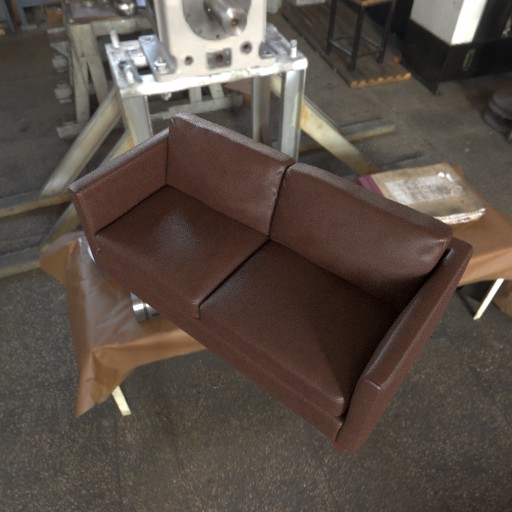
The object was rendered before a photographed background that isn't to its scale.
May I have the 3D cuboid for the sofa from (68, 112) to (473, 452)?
[{"bbox_3d":[0.000,0.000,2.406,1.883,0.933,0.951,30,54,25],"label":"sofa"}]
